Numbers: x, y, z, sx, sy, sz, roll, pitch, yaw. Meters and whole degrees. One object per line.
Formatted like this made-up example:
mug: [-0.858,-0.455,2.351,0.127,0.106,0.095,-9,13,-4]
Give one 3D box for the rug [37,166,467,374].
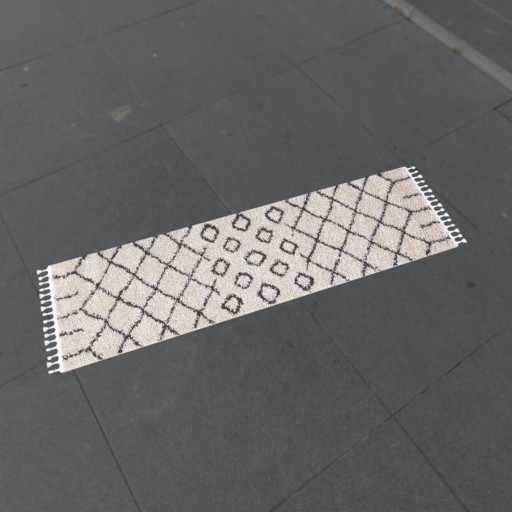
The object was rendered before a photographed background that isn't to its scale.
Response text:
rug: [0.000,0.000,2.615,2.464,0.005,0.660,-17,61,-9]
